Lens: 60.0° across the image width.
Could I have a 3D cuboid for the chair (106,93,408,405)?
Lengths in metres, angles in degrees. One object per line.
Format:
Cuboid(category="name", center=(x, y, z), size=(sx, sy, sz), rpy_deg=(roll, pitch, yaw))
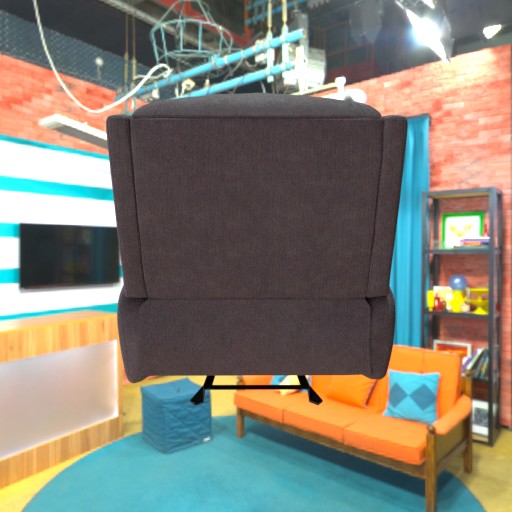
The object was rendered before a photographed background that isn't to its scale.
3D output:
Cuboid(category="chair", center=(0.000, 0.000, 1.700), size=(0.930, 1.011, 0.899), rpy_deg=(0, 0, 0))
